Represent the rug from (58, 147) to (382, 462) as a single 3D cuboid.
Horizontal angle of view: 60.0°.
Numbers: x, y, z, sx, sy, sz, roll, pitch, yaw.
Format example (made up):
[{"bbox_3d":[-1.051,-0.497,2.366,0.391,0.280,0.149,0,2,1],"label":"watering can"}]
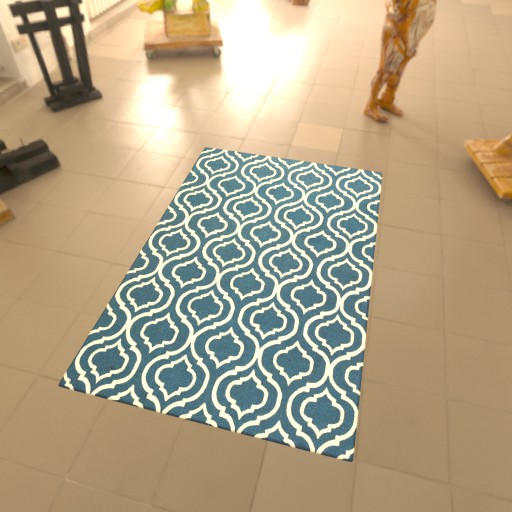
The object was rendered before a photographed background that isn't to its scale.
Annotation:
[{"bbox_3d":[0.000,0.000,2.217,1.143,0.010,1.753,10,47,10],"label":"rug"}]
